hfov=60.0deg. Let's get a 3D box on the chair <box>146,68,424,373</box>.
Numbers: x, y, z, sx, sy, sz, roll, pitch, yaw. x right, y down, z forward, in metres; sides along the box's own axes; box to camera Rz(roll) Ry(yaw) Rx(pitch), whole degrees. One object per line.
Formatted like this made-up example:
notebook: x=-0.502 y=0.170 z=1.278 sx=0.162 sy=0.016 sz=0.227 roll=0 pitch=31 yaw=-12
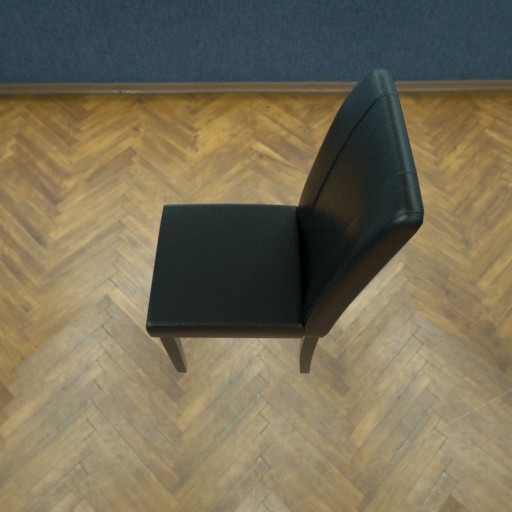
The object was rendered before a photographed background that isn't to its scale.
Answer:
chair: x=0.000 y=0.000 z=1.185 sx=0.556 sy=0.897 sz=0.399 roll=0 pitch=59 yaw=0
